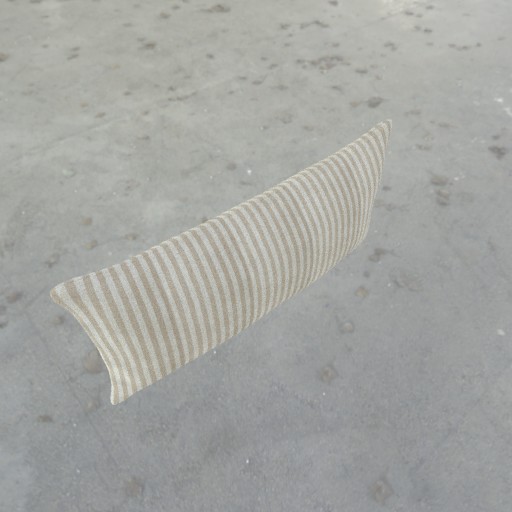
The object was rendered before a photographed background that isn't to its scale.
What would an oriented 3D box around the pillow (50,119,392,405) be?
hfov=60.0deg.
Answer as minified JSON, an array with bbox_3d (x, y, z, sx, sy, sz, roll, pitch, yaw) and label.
[{"bbox_3d":[0.000,0.000,0.750,0.617,0.295,0.151,-31,54,-26],"label":"pillow"}]
